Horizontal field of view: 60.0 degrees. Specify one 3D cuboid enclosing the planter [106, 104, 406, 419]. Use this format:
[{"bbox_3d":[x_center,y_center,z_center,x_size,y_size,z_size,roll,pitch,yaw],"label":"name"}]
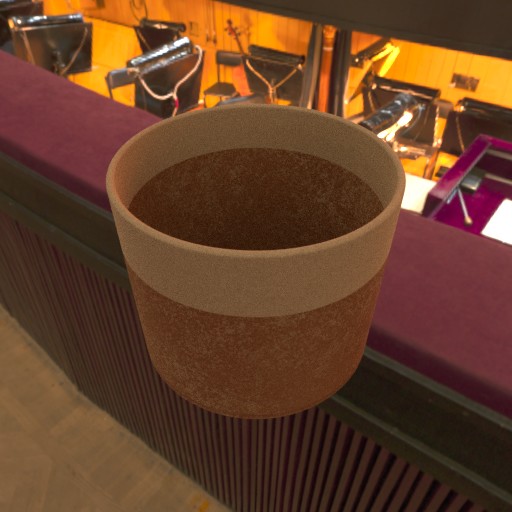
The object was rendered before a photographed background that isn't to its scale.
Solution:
[{"bbox_3d":[0.000,0.000,0.285,0.159,0.138,0.159,0,41,0],"label":"planter"}]
